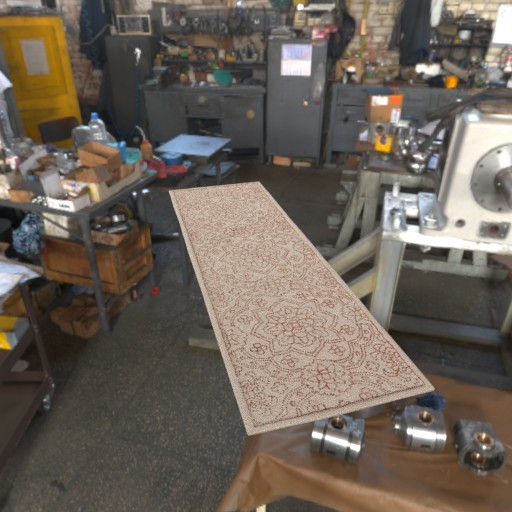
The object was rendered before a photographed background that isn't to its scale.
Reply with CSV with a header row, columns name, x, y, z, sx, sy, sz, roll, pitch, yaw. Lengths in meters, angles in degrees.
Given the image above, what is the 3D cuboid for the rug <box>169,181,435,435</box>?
name,x,y,z,sx,sy,sz,roll,pitch,yaw
rug,0.000,0.000,2.667,0.769,0.012,2.448,-8,31,-14
